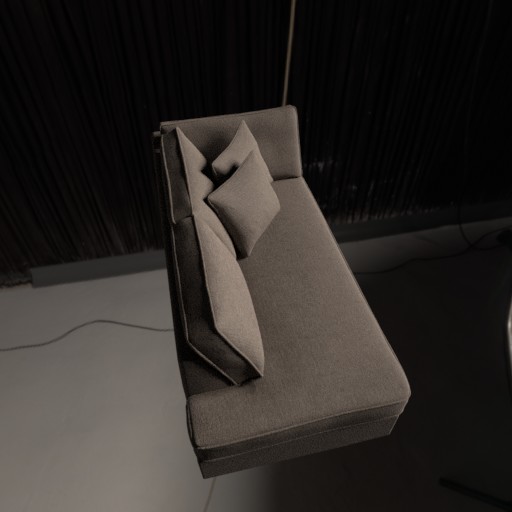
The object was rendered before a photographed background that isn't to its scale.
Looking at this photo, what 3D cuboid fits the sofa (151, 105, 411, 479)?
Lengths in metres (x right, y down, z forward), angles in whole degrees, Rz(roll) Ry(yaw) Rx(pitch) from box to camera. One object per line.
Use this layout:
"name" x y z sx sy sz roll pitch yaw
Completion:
"sofa" 0.000 0.000 2.805 1.110 1.033 2.237 -9 47 -9
